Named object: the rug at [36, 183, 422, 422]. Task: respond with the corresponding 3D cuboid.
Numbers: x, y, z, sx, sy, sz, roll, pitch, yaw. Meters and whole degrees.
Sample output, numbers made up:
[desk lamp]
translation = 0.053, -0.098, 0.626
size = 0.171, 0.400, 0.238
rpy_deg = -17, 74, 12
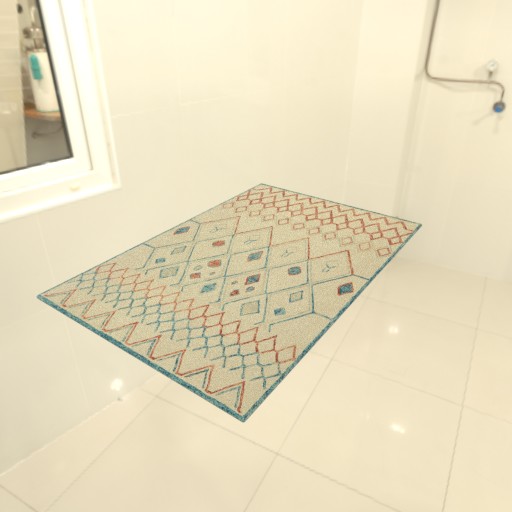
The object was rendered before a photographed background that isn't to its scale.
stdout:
[rug]
translation = 0.000, 0.000, 2.406
size = 1.219, 0.016, 1.829
rpy_deg = 20, 35, 30
